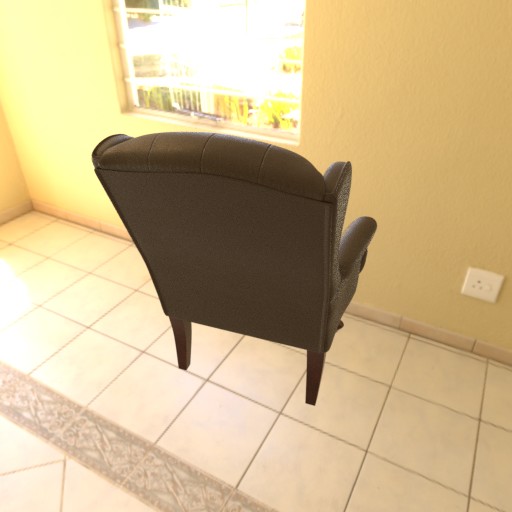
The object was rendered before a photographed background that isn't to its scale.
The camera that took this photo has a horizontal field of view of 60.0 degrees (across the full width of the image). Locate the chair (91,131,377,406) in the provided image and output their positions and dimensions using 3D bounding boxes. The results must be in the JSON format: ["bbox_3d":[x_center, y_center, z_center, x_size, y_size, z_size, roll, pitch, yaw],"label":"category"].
[{"bbox_3d":[0.000,0.000,1.680,0.829,1.132,0.819,11,35,16],"label":"chair"}]
